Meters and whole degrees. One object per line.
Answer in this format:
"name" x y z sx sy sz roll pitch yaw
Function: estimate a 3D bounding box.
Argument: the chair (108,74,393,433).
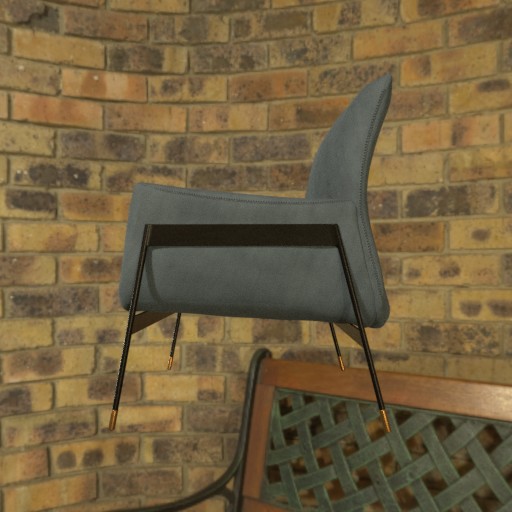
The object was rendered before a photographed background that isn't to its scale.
"chair" 0.000 0.000 1.387 0.709 0.858 0.678 0 -1 1
